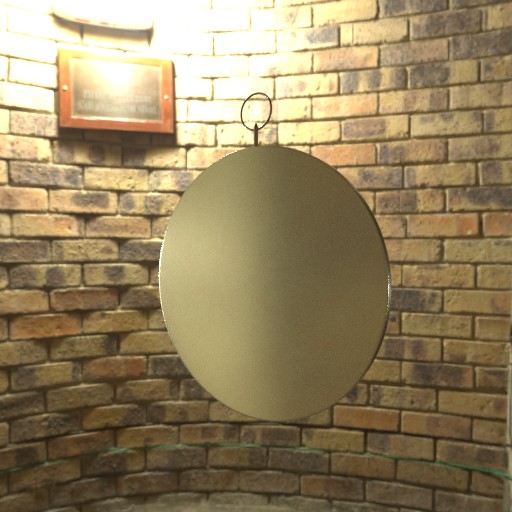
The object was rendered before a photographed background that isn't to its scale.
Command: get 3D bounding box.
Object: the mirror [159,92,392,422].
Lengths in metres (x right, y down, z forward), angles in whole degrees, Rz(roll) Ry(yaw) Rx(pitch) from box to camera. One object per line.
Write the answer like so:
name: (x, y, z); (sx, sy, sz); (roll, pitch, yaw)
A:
mirror: (0.000, 0.000, 0.973); (0.594, 0.713, 0.020); (1, 1, 35)
